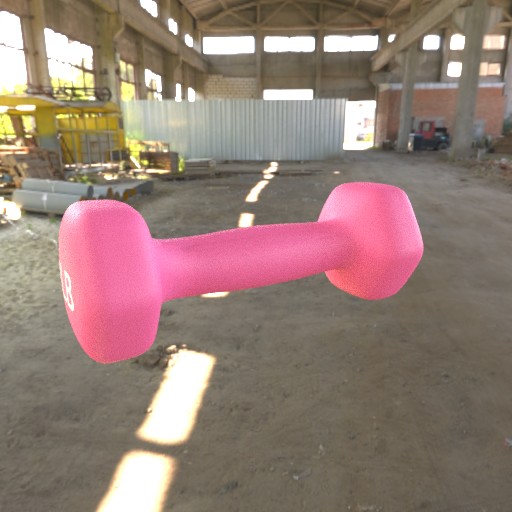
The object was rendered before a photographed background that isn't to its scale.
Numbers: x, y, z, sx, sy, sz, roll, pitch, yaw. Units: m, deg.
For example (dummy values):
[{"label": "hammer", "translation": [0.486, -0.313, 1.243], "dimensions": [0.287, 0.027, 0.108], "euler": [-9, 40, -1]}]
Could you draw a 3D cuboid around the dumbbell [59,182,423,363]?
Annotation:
[{"label": "dumbbell", "translation": [0.000, 0.000, 0.181], "dimensions": [0.146, 0.053, 0.058], "euler": [-8, 17, -28]}]
